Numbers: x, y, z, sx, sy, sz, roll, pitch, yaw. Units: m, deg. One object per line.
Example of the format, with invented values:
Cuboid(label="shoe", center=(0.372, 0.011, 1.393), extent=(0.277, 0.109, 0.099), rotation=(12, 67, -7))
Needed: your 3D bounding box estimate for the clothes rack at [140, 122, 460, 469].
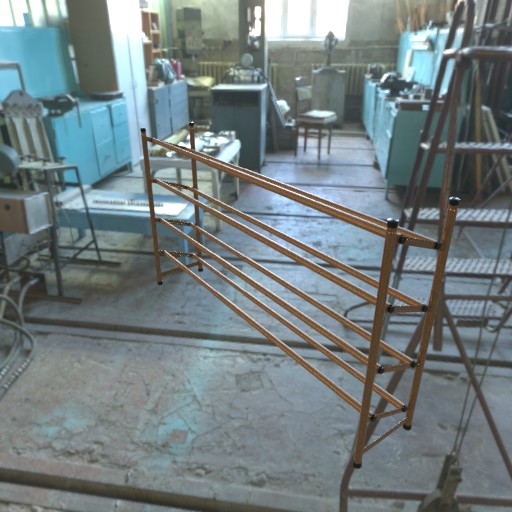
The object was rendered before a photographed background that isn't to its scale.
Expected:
Cuboid(label="clothes rack", center=(0.000, 0.000, 1.448), extent=(0.229, 0.672, 1.168), rotation=(-18, 32, -32))
